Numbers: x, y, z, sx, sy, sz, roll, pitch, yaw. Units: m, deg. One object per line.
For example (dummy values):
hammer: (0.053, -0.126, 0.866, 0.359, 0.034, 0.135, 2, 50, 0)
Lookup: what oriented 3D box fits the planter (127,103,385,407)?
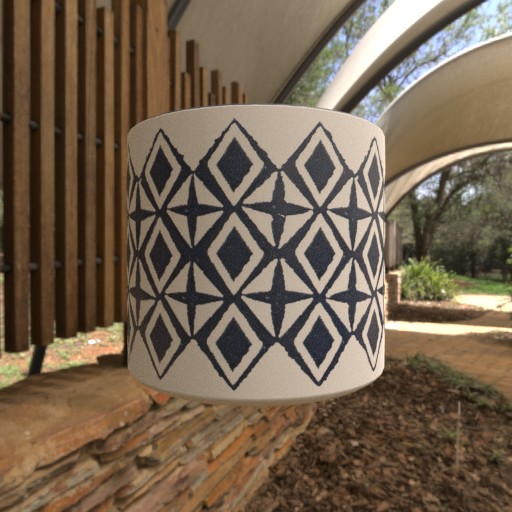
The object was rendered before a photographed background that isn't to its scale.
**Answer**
planter: (0.000, 0.000, 0.401, 0.224, 0.203, 0.224, 0, 1, 0)
